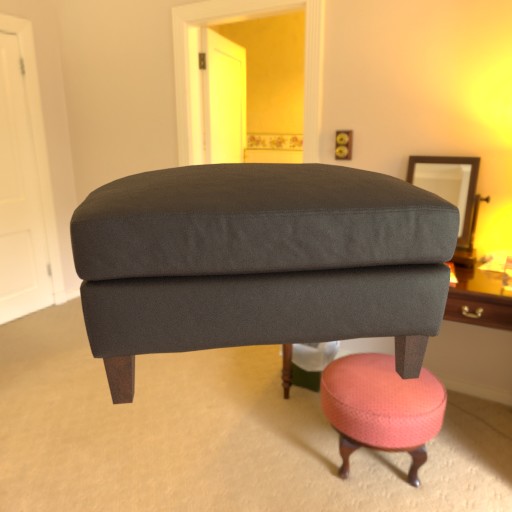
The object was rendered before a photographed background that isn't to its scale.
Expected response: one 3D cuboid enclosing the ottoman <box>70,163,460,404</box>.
[{"bbox_3d":[0.000,0.000,1.282,0.887,0.529,0.659,-2,16,-8],"label":"ottoman"}]
